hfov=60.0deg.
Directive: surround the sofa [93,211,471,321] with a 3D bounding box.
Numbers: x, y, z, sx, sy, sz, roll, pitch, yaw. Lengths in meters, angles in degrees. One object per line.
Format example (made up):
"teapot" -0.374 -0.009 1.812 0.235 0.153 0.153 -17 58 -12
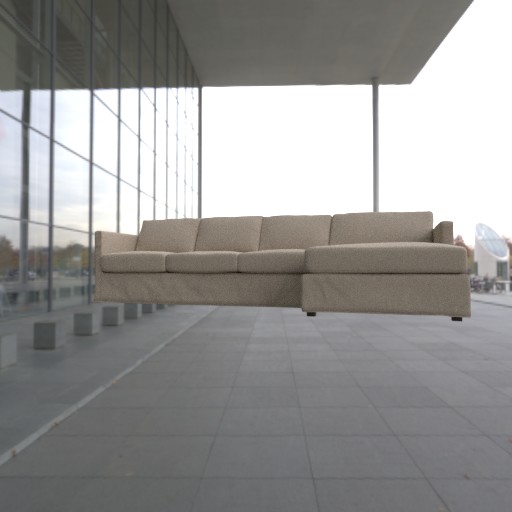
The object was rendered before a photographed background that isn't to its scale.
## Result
"sofa" 0.000 0.000 3.869 3.177 0.867 1.622 0 -2 17
